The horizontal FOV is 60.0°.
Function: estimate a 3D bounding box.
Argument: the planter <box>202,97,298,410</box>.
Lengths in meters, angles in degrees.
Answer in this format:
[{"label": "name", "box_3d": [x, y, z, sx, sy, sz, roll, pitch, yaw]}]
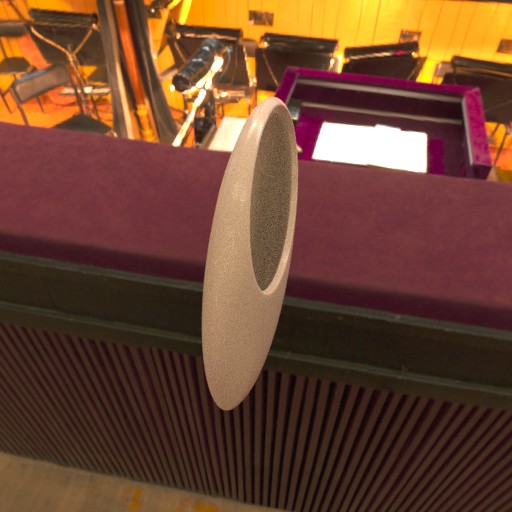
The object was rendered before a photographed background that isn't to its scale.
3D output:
[{"label": "planter", "box_3d": [0.000, 0.000, 0.279, 0.043, 0.188, 0.185, 9, 47, 8]}]
